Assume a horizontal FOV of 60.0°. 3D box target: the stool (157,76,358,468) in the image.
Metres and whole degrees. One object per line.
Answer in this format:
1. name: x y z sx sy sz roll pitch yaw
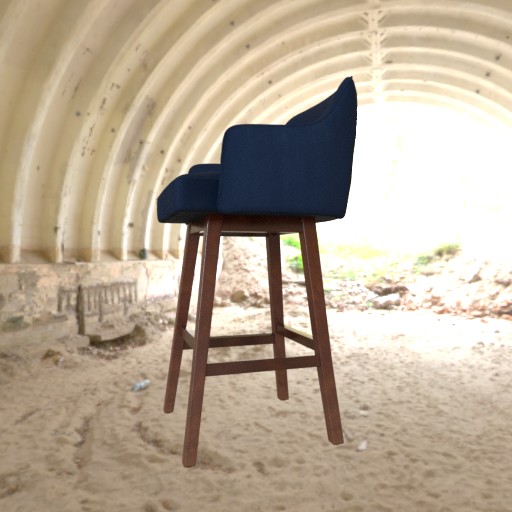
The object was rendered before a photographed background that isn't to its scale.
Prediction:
1. stool: 0.000 0.000 1.364 0.560 1.041 0.550 0 0 -19
